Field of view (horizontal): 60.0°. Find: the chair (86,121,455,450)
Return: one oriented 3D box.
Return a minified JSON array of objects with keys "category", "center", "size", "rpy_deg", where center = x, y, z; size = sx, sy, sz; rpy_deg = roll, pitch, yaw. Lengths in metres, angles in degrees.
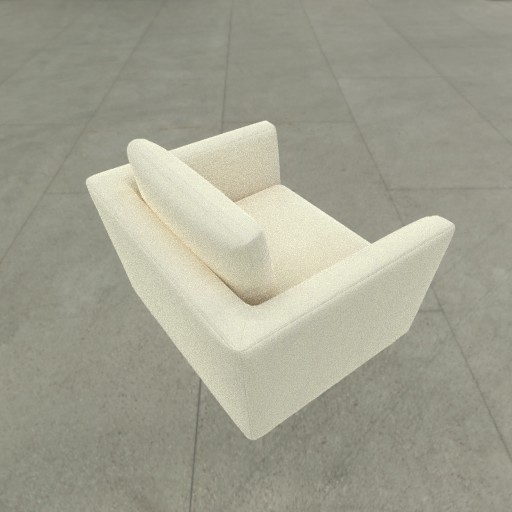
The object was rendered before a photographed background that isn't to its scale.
[{"category":"chair","center":[0.000,0.000,1.721],"size":[0.889,0.865,1.041],"rpy_deg":[-26,47,-27]}]
